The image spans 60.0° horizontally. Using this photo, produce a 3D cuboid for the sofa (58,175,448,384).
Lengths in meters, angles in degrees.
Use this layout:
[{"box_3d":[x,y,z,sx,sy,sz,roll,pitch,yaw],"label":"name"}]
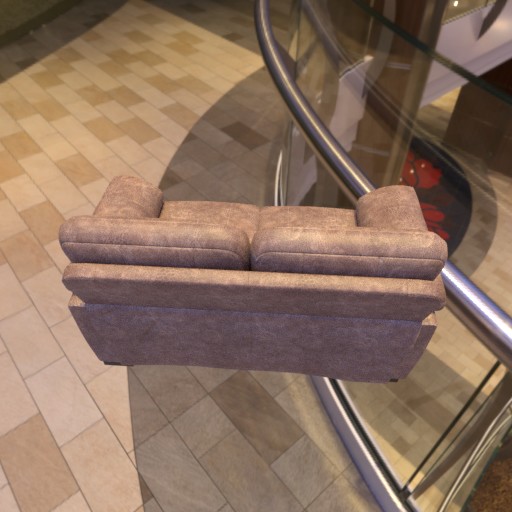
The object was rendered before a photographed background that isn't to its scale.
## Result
[{"box_3d":[0.000,0.000,2.306,1.753,0.991,0.991,3,46,3],"label":"sofa"}]
